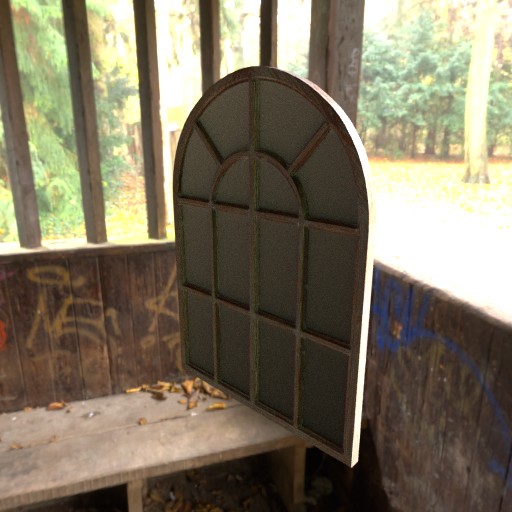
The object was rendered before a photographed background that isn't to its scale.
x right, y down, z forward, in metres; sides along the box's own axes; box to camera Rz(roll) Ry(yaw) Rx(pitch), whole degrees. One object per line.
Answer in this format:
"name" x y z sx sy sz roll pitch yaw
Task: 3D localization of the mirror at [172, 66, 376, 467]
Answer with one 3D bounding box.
"mirror" 0.000 0.000 1.163 0.660 0.920 0.032 15 22 41
